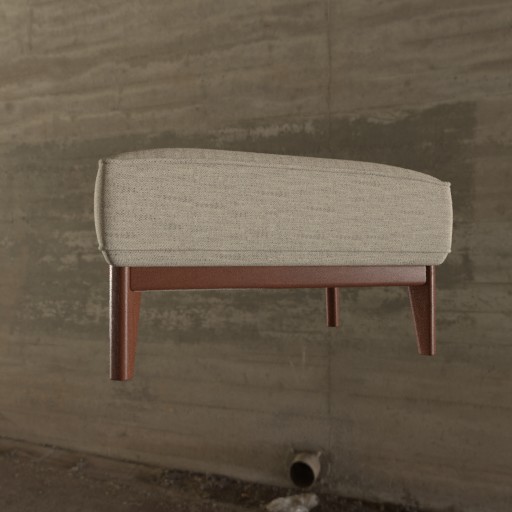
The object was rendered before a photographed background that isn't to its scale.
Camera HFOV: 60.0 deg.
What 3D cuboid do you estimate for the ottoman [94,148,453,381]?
[{"bbox_3d":[0.000,0.000,1.170,0.794,0.465,0.594,0,-1,-18],"label":"ottoman"}]
